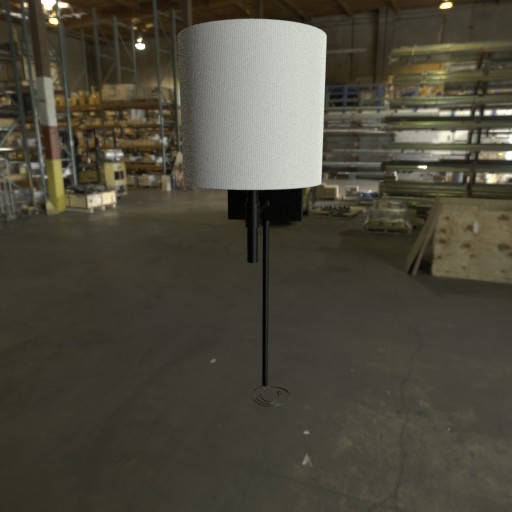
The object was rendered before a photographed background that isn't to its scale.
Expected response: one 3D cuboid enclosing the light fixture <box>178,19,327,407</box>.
[{"bbox_3d":[0.000,0.000,0.669,0.188,0.589,0.248,2,15,9],"label":"light fixture"}]
